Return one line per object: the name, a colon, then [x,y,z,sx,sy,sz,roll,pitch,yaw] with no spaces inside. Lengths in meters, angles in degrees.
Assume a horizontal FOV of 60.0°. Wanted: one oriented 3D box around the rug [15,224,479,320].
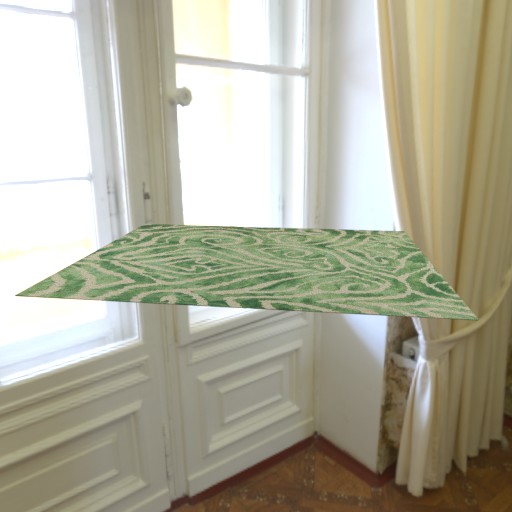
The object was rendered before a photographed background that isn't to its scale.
rug: [0.000,0.000,4.033,3.045,0.007,2.436,2,16,7]
